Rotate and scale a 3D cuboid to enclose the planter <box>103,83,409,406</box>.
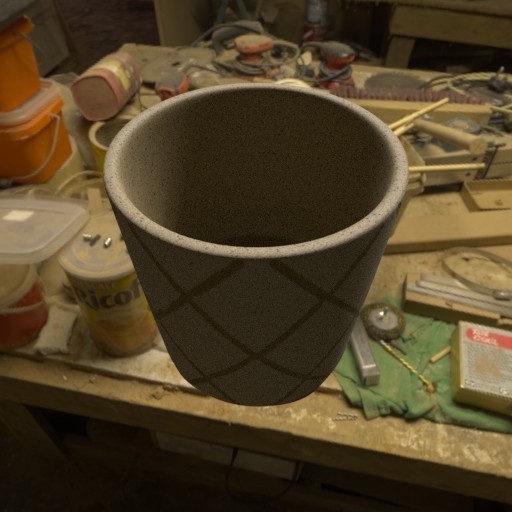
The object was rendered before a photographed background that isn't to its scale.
[{"bbox_3d":[0.000,0.000,0.421,0.228,0.235,0.228,0,46,0],"label":"planter"}]
